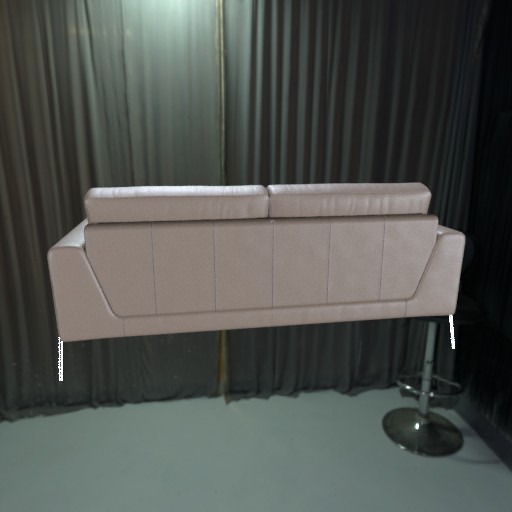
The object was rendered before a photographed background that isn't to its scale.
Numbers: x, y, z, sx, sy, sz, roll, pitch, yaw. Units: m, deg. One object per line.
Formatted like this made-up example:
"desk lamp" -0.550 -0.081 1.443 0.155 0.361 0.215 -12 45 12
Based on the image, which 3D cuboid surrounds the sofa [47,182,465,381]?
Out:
"sofa" 0.000 0.000 2.557 2.017 0.875 0.953 -2 15 -9
